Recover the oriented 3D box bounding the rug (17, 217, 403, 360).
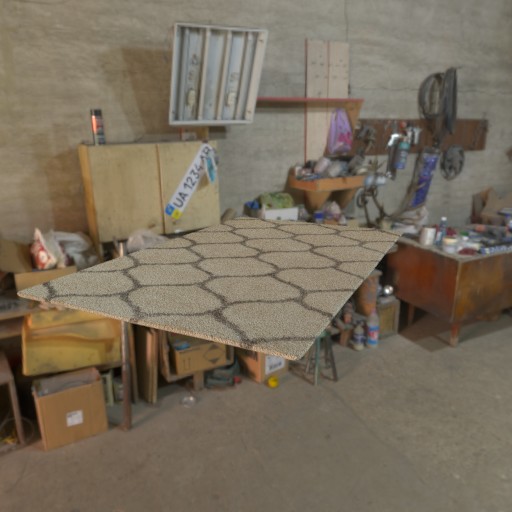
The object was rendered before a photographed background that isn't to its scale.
[{"bbox_3d":[0.000,0.000,2.889,1.501,0.024,2.348,7,17,25],"label":"rug"}]
